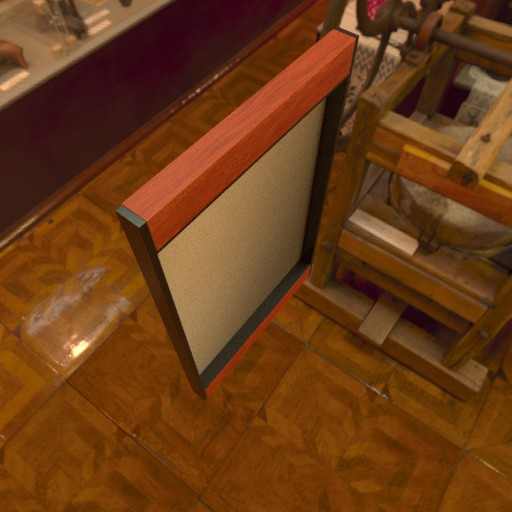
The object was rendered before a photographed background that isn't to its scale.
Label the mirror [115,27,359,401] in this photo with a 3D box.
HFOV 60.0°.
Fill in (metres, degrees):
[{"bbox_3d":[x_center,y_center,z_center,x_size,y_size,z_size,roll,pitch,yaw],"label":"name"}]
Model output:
[{"bbox_3d":[0.000,0.000,1.013,0.047,0.823,0.525,34,63,19],"label":"mirror"}]
